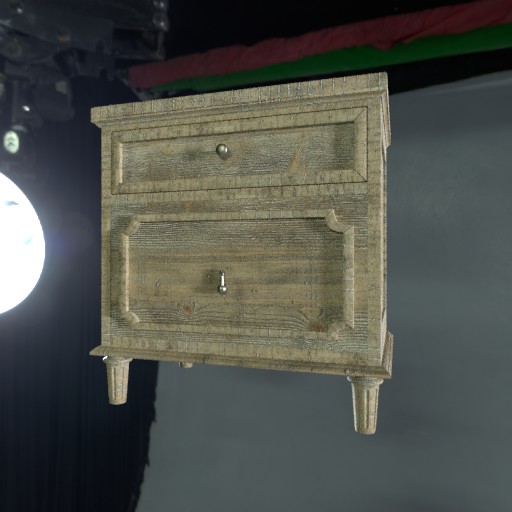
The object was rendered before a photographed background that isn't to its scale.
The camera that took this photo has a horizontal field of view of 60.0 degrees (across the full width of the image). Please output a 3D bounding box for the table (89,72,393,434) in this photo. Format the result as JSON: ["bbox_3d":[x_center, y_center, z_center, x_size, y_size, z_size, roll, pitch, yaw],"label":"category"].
[{"bbox_3d":[0.000,0.000,1.167,0.686,0.711,0.457,0,0,18],"label":"table"}]
